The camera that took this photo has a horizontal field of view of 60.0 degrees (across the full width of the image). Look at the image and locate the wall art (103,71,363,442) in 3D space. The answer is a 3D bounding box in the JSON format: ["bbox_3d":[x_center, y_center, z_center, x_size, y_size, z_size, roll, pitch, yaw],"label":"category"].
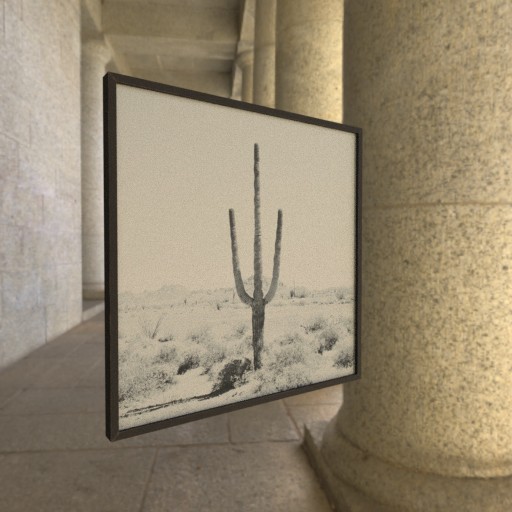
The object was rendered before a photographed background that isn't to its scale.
[{"bbox_3d":[0.000,0.000,1.144,0.762,0.762,0.038,-1,2,-35],"label":"wall art"}]
